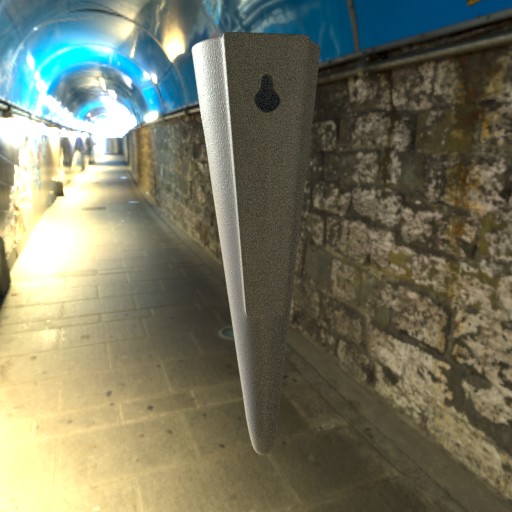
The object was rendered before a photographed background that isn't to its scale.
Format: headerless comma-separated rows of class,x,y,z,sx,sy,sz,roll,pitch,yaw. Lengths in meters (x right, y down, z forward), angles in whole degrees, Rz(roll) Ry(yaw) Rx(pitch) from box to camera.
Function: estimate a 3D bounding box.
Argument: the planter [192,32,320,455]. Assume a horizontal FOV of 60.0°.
planter,0.000,0.000,0.223,0.057,0.191,0.064,-2,14,-8
